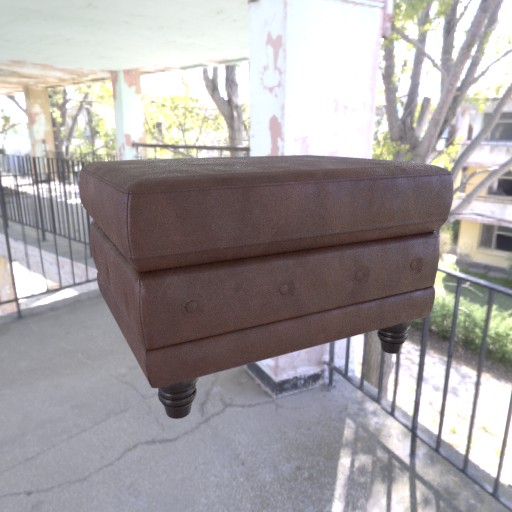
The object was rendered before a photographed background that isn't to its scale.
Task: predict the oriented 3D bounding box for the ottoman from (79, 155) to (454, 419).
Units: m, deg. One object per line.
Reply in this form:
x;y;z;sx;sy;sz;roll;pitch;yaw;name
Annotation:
0.000;0.000;1.190;0.795;0.509;0.588;-8;17;-27;ottoman
